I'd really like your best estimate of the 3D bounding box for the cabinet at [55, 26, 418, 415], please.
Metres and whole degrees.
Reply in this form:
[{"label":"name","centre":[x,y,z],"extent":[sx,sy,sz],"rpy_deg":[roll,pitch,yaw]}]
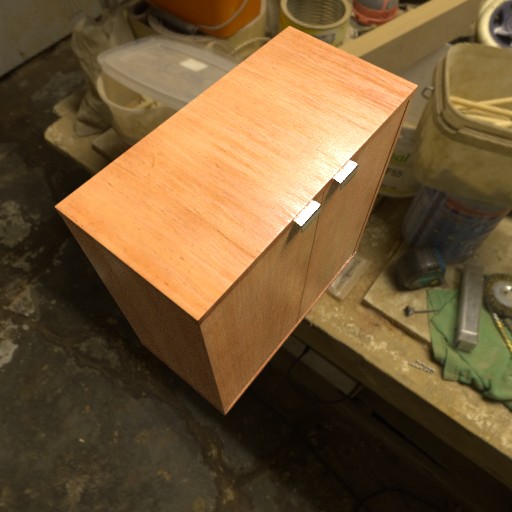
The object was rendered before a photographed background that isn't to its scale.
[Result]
[{"label":"cabinet","centre":[0.000,0.000,1.424],"extent":[0.419,1.001,0.800],"rpy_deg":[35,65,19]}]
